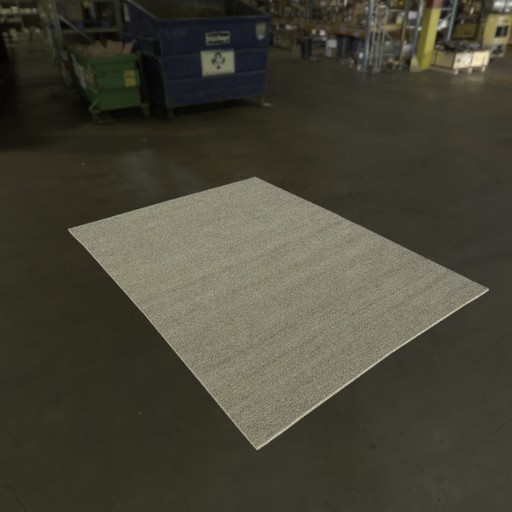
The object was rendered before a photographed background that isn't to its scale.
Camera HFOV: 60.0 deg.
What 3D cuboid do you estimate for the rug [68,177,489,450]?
[{"bbox_3d":[0.000,0.000,4.650,2.757,0.051,3.626,-22,37,-31],"label":"rug"}]
